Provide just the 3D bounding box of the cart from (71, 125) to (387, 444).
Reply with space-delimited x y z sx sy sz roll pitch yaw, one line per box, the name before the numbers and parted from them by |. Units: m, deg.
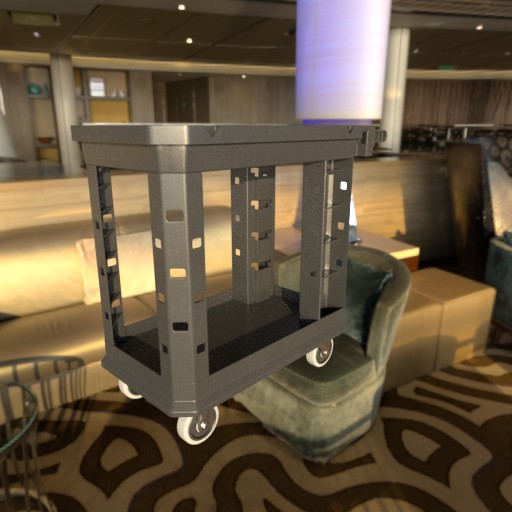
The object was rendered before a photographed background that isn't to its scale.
cart | 0.000 0.000 1.565 0.497 0.884 1.061 15 22 42
